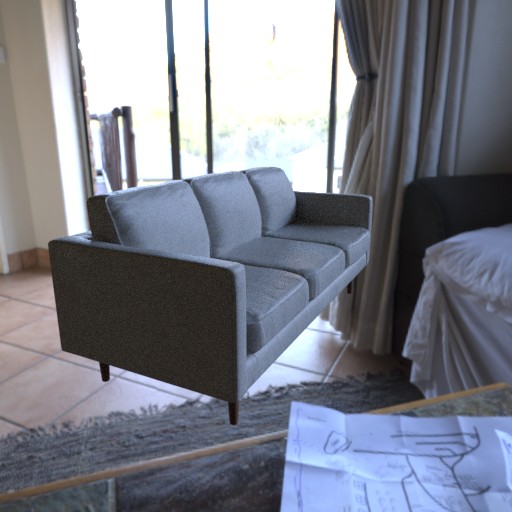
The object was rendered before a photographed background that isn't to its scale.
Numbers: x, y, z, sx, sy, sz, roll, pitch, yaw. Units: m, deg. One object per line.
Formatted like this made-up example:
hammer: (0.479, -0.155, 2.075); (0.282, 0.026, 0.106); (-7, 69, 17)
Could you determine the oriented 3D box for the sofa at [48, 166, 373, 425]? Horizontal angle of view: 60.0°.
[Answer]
sofa: (0.000, 0.000, 2.555); (0.944, 0.918, 1.983); (8, 17, 26)
